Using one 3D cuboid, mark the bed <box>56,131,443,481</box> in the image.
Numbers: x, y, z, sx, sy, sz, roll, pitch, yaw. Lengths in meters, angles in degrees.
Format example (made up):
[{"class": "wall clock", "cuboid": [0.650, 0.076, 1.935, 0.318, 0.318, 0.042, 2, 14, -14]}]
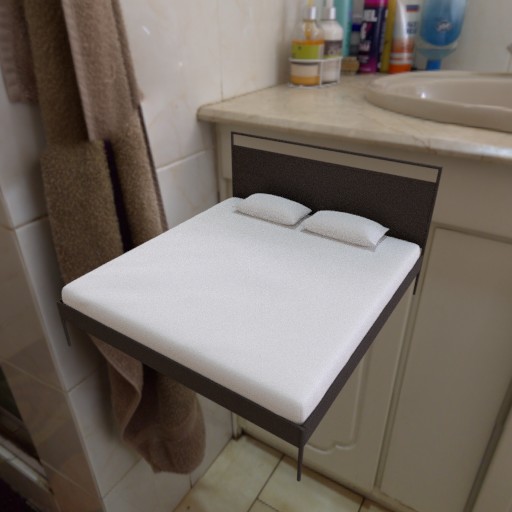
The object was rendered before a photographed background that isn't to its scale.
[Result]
[{"class": "bed", "cuboid": [0.000, 0.000, 3.361, 1.993, 1.173, 2.151, 18, 34, 29]}]
